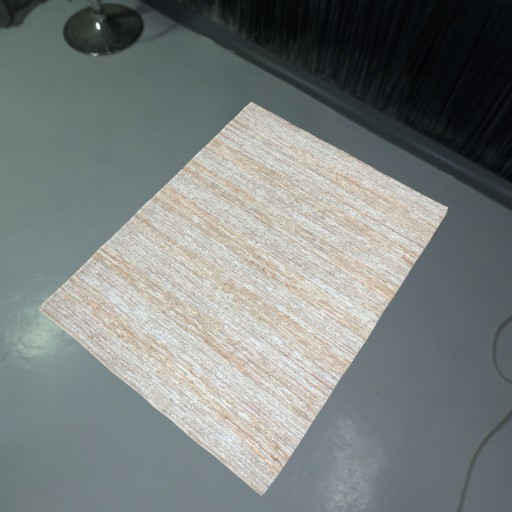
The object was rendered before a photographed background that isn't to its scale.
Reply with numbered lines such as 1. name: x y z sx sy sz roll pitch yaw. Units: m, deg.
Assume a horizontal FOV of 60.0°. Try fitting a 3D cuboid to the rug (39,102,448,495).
1. rug: 0.000 0.000 3.881 2.313 0.009 2.939 33 68 16
